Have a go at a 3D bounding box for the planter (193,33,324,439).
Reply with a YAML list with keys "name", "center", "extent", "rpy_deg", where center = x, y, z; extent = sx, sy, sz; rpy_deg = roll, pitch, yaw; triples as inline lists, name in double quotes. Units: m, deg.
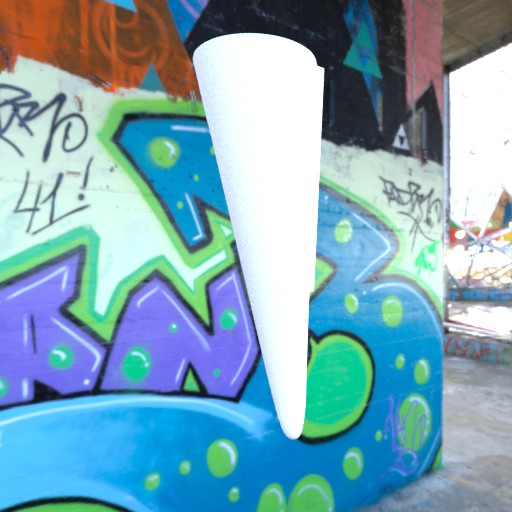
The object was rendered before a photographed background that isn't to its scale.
- name: "planter"
  center: [0.000, 0.000, 0.221]
  extent: [0.064, 0.193, 0.057]
  rpy_deg: [0, -1, -36]
